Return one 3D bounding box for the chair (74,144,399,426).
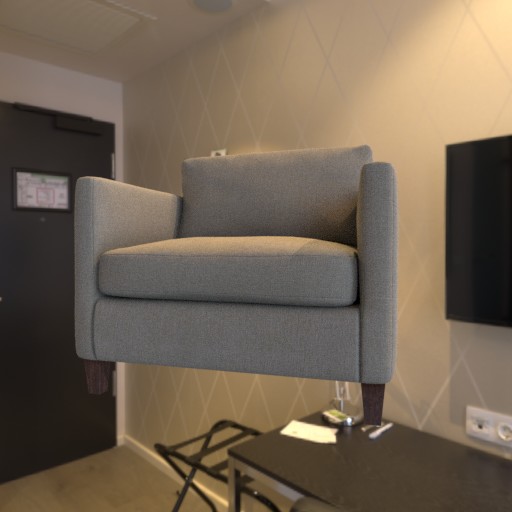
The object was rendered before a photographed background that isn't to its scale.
[{"bbox_3d":[0.000,0.000,1.823,1.107,0.963,0.959,0,1,17],"label":"chair"}]
